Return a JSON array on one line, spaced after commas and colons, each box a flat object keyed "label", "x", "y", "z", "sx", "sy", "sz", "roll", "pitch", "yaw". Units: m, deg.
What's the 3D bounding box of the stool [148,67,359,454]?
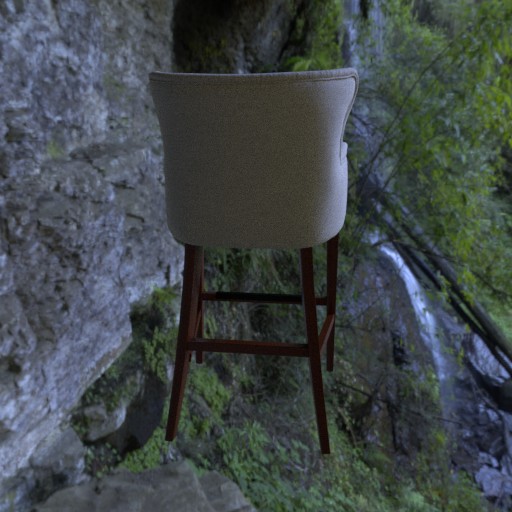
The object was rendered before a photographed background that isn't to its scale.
[{"label": "stool", "x": 0.000, "y": 0.000, "z": 1.363, "sx": 0.556, "sy": 1.034, "sz": 0.563, "roll": 2, "pitch": 15, "yaw": 7}]
